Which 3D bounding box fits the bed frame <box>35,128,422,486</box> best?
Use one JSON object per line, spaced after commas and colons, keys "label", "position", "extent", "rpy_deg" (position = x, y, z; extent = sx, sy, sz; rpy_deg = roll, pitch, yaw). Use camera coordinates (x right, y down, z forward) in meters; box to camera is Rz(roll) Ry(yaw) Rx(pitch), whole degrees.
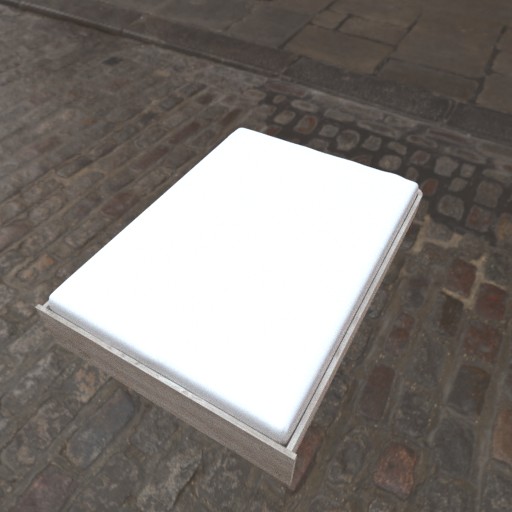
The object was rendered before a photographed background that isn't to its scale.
{"label": "bed frame", "position": [0.000, 0.000, 2.682], "extent": [1.490, 0.462, 1.950], "rpy_deg": [23, 51, 20]}
